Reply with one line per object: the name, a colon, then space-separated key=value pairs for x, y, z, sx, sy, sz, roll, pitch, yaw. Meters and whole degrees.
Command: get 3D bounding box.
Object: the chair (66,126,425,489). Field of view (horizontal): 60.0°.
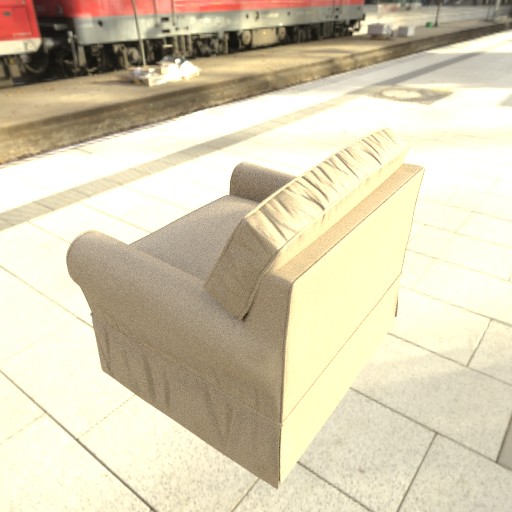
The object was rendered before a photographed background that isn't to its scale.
chair: x=0.000 y=0.000 z=1.731 sx=0.903 sy=0.937 sz=1.096 roll=20 pitch=36 yaw=30
